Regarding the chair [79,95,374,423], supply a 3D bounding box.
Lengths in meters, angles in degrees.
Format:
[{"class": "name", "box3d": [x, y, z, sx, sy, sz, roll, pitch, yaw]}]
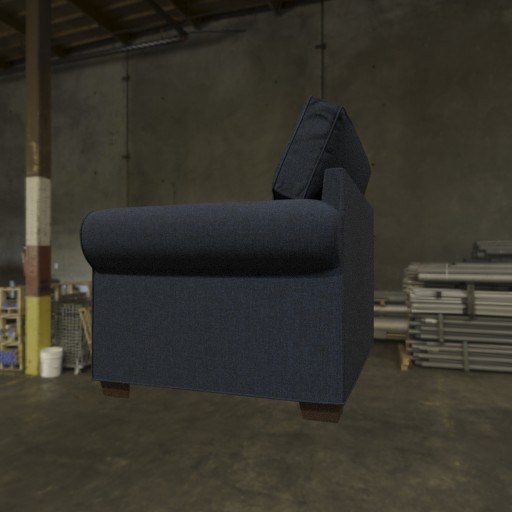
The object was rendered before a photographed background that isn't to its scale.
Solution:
[{"class": "chair", "box3d": [0.000, 0.000, 2.017, 0.963, 1.044, 1.285, 0, -1, 19]}]
